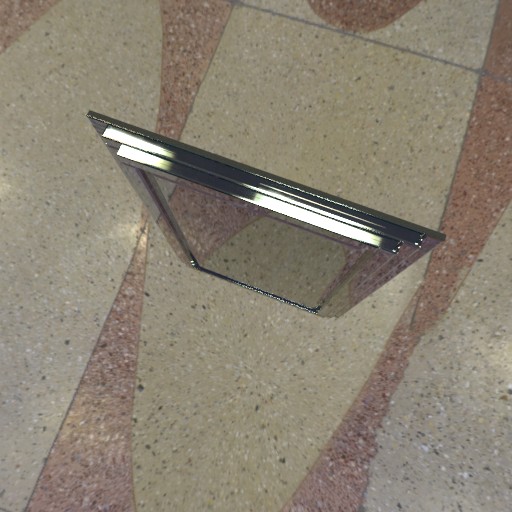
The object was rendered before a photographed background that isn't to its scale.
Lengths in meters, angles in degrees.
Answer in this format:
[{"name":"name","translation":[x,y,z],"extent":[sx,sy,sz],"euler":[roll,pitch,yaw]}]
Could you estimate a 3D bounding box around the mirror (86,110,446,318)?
[{"name":"mirror","translation":[0.000,0.000,1.146],"extent":[0.613,0.914,0.039],"euler":[20,76,5]}]
